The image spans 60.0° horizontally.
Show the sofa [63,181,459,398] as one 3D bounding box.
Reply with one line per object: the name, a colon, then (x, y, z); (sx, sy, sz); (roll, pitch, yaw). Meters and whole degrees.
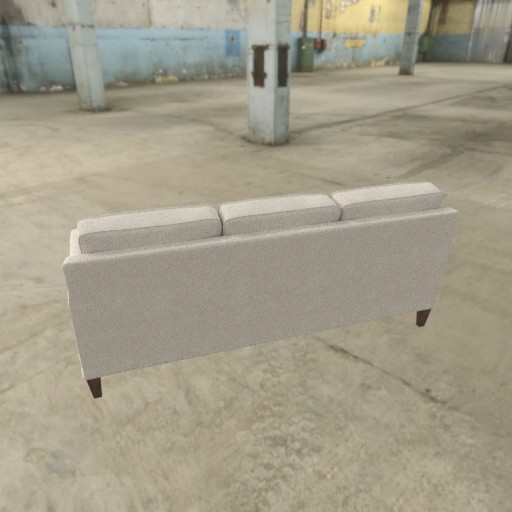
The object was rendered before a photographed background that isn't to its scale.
sofa: (0.000, 0.000, 2.866); (2.246, 1.003, 1.084); (-8, 26, -17)
